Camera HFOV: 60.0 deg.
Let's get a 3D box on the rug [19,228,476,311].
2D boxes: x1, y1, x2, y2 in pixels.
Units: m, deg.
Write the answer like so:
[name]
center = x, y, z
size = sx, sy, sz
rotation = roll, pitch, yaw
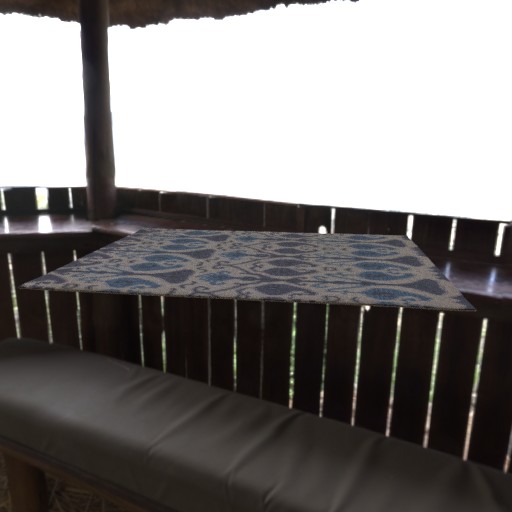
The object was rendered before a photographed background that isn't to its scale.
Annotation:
[rug]
center = 0.000, 0.000, 4.234
size = 3.228, 0.024, 2.443
rotation = 2, 14, 8
